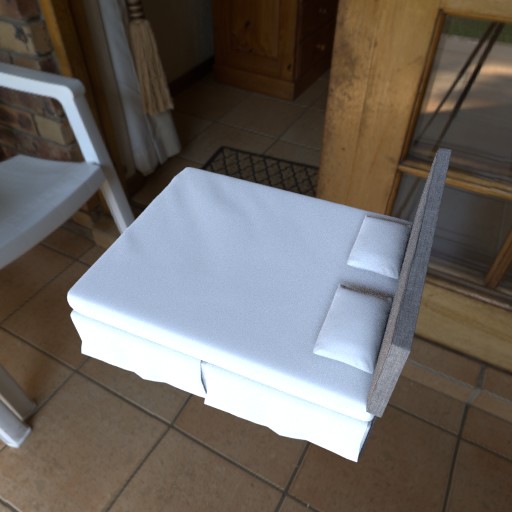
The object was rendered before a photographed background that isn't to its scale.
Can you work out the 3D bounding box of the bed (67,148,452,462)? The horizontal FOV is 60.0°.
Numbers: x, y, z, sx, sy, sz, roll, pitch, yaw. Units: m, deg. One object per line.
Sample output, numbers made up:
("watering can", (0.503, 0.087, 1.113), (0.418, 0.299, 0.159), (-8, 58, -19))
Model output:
("bed", (0.000, 0.000, 2.901), (1.958, 1.168, 1.621), (17, 47, 16))
